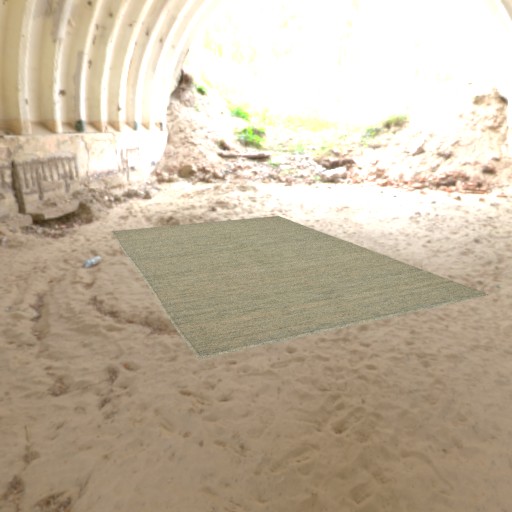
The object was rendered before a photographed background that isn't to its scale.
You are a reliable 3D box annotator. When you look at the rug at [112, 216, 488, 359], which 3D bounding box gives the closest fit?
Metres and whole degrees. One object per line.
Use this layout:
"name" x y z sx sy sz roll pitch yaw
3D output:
"rug" 0.000 0.000 2.937 1.547 0.013 2.283 -7 18 -24
